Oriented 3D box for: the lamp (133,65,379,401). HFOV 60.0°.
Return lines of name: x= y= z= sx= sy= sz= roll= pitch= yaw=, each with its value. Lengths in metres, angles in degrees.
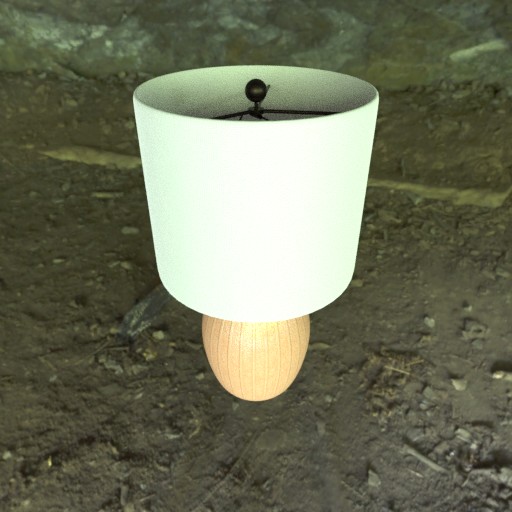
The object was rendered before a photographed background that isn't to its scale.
lamp: x=0.000 y=0.000 z=0.754 sx=0.329 sy=0.570 sz=0.329 roll=0 pitch=33 yaw=0
